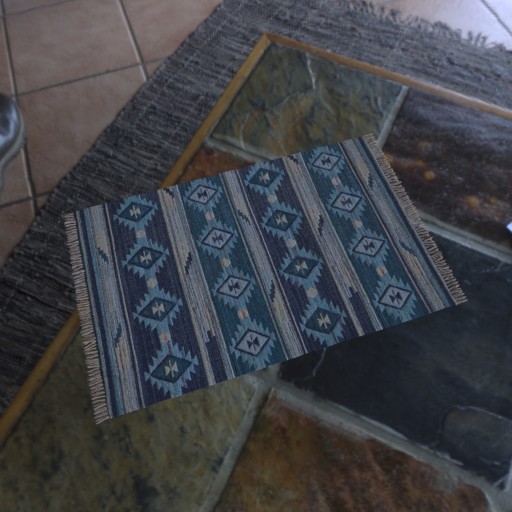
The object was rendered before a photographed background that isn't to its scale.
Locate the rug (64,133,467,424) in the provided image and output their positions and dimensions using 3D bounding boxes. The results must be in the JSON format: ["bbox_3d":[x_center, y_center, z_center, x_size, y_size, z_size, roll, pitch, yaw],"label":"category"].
[{"bbox_3d":[0.000,0.000,2.403,1.936,0.028,1.181,-16,65,-8],"label":"rug"}]
